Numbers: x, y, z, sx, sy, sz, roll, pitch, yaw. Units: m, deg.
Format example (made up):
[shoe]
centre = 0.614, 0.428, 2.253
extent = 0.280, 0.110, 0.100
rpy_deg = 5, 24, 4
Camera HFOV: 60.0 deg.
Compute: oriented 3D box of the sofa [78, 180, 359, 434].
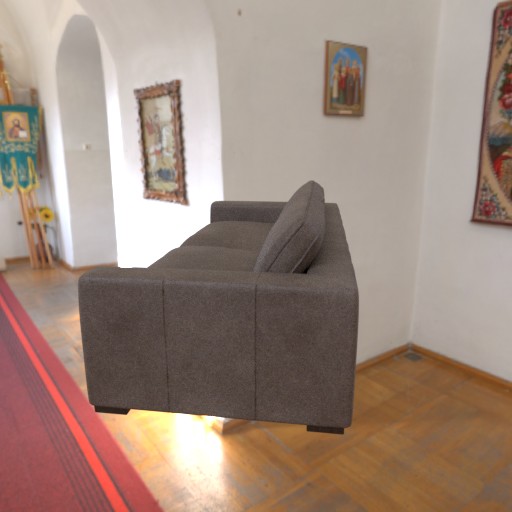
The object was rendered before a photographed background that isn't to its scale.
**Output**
[sofa]
centre = 0.000, 0.000, 2.693
extent = 1.070, 0.801, 2.262
rpy_deg = 2, 15, 8
